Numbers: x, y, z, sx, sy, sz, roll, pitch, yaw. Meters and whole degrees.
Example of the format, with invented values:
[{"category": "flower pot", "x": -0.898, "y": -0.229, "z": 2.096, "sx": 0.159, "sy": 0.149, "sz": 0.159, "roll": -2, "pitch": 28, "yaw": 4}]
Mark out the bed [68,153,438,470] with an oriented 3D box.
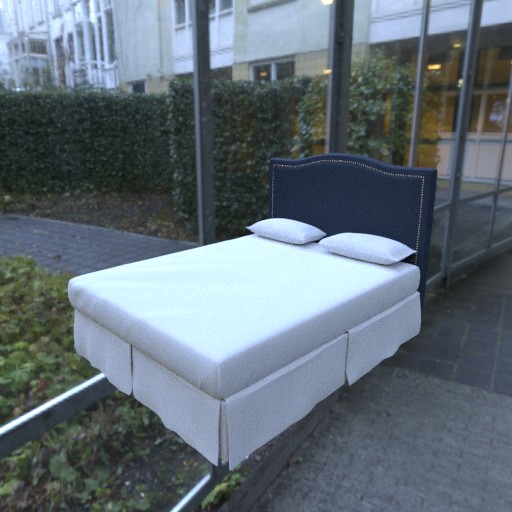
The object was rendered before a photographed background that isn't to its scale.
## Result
[{"category": "bed", "x": 0.000, "y": 0.000, "z": 3.378, "sx": 1.821, "sy": 1.436, "sz": 2.282, "roll": 16, "pitch": 22, "yaw": 43}]
